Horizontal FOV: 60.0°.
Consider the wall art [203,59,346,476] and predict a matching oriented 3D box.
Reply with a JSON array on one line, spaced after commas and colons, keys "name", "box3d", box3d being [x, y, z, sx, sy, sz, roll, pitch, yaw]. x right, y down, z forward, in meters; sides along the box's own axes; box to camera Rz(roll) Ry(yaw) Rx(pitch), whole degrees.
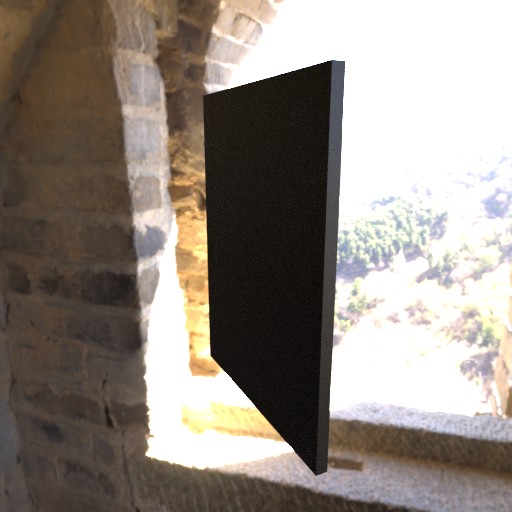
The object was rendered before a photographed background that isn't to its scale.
[{"name": "wall art", "box3d": [0.000, 0.000, 1.446, 0.038, 1.062, 0.806, -7, 16, -26]}]
